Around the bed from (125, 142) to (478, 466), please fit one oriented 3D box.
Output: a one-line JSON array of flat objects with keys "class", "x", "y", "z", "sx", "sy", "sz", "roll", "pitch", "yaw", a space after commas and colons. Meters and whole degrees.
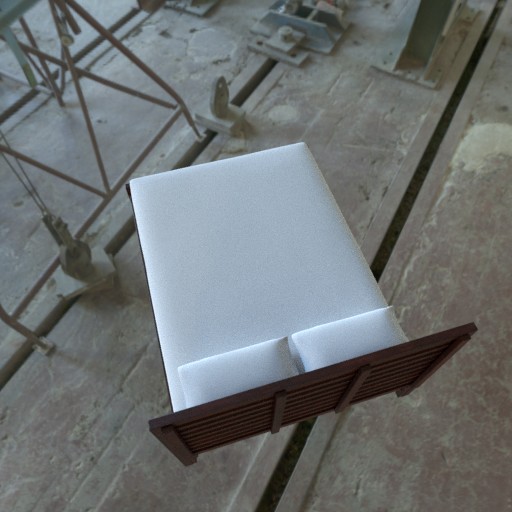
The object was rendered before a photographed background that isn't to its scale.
[{"class": "bed", "x": 0.000, "y": 0.000, "z": 3.899, "sx": 2.040, "sy": 1.492, "sz": 2.803, "roll": -14, "pitch": 59, "yaw": -9}]
